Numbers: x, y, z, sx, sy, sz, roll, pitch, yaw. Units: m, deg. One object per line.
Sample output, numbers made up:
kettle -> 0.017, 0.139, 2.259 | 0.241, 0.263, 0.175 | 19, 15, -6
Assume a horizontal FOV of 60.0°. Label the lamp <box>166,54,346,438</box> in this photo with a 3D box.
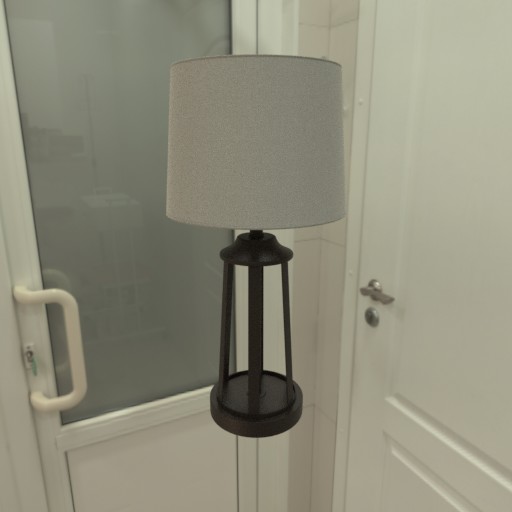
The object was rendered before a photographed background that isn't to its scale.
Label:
lamp -> 0.000, 0.000, 0.648 | 0.251, 0.509, 0.251 | 0, 16, 0
